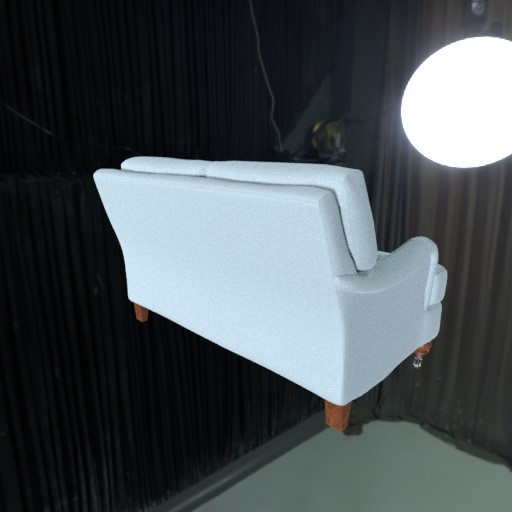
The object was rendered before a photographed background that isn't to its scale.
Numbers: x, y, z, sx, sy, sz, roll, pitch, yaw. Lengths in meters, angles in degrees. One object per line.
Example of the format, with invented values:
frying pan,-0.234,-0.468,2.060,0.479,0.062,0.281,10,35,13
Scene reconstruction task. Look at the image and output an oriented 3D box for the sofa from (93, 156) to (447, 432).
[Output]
sofa,0.000,0.000,2.560,1.084,1.101,1.853,-13,20,-42
